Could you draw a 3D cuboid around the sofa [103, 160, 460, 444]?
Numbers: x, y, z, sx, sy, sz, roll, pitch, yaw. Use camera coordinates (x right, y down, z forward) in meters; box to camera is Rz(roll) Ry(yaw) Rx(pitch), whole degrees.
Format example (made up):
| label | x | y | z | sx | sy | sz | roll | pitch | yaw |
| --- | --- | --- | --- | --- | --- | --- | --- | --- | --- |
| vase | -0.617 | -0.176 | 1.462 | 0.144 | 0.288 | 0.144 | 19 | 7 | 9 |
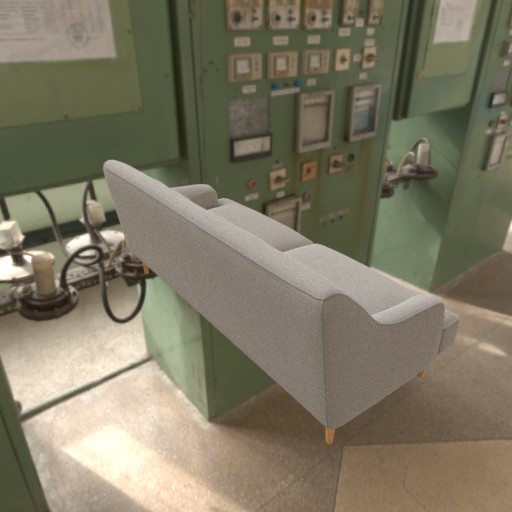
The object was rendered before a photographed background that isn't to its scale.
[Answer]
| label | x | y | z | sx | sy | sz | roll | pitch | yaw |
| --- | --- | --- | --- | --- | --- | --- | --- | --- | --- |
| sofa | 0.000 | 0.000 | 2.569 | 0.978 | 0.871 | 2.057 | -20 | 34 | -32 |
